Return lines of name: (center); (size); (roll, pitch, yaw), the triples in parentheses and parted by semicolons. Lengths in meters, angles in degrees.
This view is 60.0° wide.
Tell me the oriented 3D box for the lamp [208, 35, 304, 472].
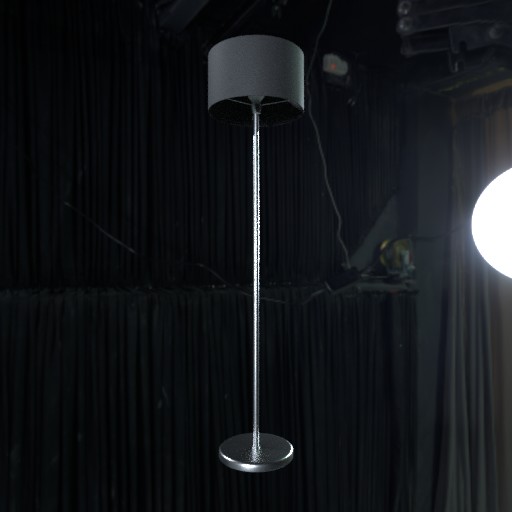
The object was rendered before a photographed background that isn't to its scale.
lamp: (0.000, 0.000, 1.617); (0.348, 1.443, 0.348); (0, -1, -35)
